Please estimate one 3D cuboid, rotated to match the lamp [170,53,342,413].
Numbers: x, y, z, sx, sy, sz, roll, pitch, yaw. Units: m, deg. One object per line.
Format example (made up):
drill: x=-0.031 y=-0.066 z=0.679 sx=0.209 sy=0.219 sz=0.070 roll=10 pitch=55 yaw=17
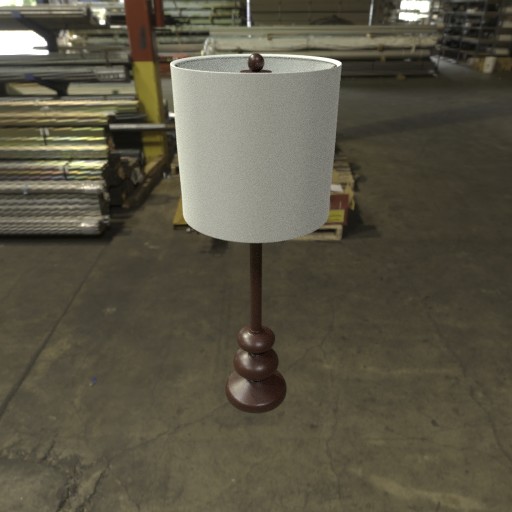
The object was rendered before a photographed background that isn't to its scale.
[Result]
lamp: x=0.000 y=0.000 z=0.826 sx=0.254 sy=0.690 sz=0.254 roll=0 pitch=29 yaw=0
